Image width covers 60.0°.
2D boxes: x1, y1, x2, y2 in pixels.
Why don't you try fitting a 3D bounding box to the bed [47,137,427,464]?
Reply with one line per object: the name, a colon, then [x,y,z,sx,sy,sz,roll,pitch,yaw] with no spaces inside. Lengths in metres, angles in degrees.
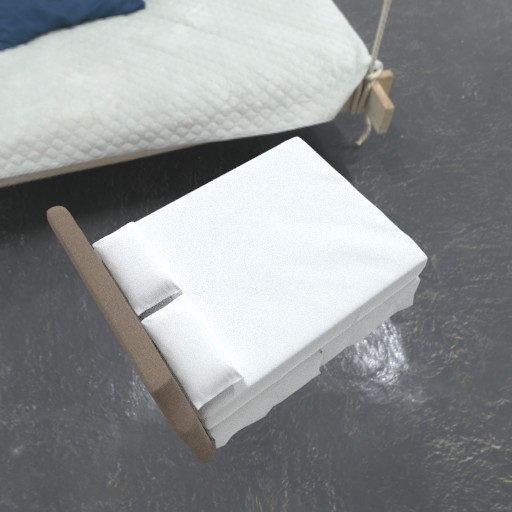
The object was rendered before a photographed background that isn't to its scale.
bed: [0.000,0.000,3.169,2.116,1.290,1.693,-32,64,-18]
